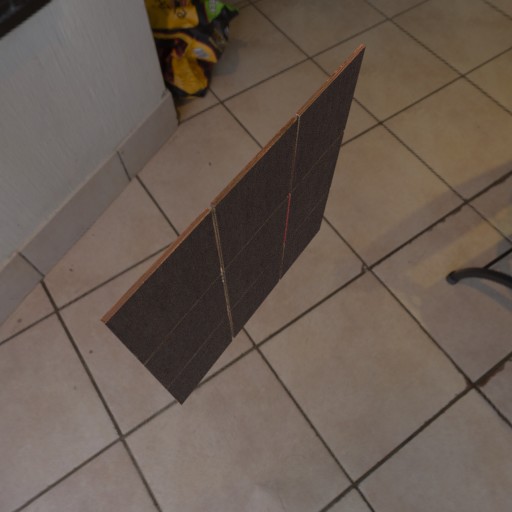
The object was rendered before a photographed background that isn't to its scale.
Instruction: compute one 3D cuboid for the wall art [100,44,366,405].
[{"bbox_3d":[0.000,0.000,1.361,0.013,0.914,0.915,34,68,16],"label":"wall art"}]
